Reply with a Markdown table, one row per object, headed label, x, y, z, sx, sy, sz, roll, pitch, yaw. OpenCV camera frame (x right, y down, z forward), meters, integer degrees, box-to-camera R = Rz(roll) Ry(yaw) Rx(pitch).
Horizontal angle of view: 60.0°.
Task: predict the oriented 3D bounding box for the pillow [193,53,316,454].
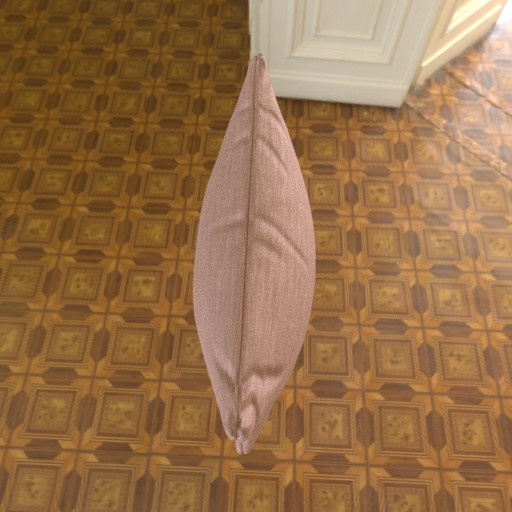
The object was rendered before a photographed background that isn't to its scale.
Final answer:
| label | x | y | z | sx | sy | sz | roll | pitch | yaw |
| --- | --- | --- | --- | --- | --- | --- | --- | --- | --- |
| pillow | 0.000 | 0.000 | 0.785 | 0.210 | 0.338 | 0.633 | 2 | 64 | 1 |
